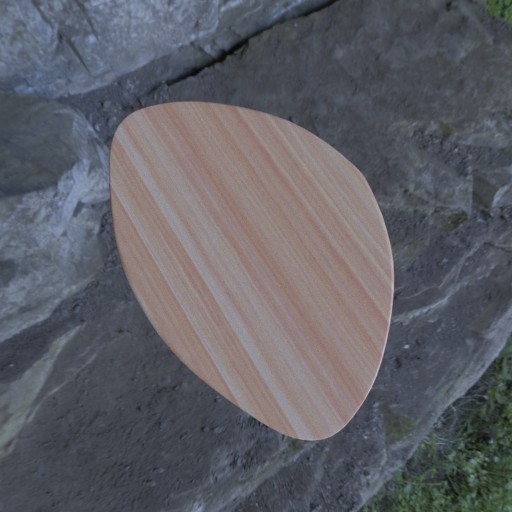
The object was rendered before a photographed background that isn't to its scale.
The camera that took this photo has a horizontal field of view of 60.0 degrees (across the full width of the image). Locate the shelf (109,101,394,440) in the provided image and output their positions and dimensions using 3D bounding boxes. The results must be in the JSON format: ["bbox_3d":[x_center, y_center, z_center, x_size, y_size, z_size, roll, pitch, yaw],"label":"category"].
[{"bbox_3d":[0.000,0.000,1.641,0.845,0.440,1.246,-31,76,-9],"label":"shelf"}]
